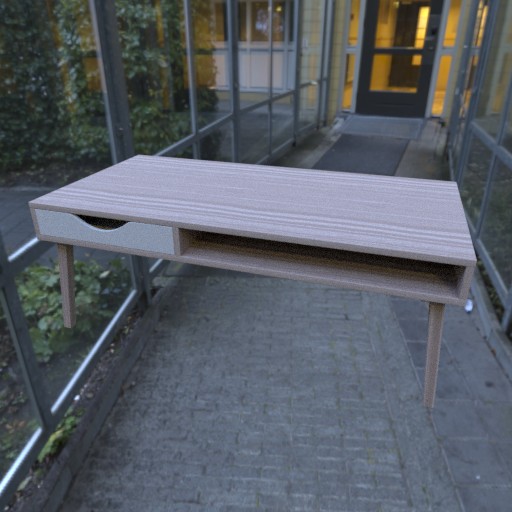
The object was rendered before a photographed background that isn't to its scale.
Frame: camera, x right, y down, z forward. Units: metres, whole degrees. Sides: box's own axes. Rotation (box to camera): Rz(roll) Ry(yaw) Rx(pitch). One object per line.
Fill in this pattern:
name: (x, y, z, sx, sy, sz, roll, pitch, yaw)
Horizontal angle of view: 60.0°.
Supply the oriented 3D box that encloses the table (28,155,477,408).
table: (0.000, 0.000, 1.478, 1.200, 0.450, 0.600, 8, 28, 16)
